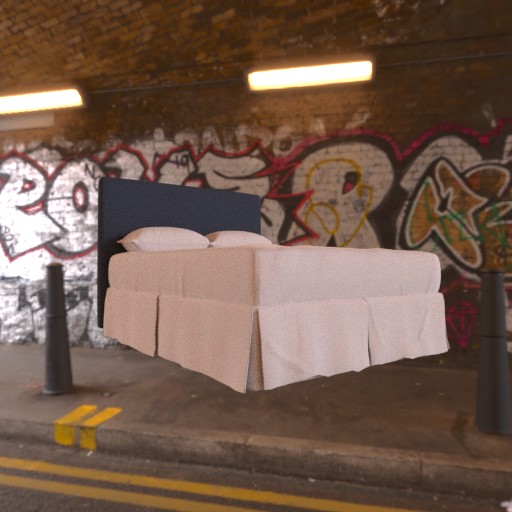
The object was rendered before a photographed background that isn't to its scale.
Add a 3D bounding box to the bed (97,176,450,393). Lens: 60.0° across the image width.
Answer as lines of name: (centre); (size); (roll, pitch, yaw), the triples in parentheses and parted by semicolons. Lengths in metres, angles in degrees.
bed: (0.000, 0.000, 3.312); (1.713, 1.330, 2.162); (1, -1, -37)
